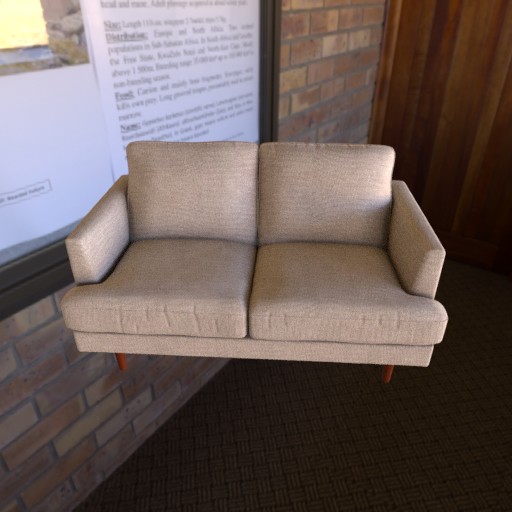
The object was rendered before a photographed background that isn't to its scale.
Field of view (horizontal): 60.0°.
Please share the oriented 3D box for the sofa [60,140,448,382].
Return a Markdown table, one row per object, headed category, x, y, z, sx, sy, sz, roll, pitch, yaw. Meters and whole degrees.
| category | x | y | z | sx | sy | sz | roll | pitch | yaw |
| --- | --- | --- | --- | --- | --- | --- | --- | --- | --- |
| sofa | 0.000 | 0.000 | 2.144 | 1.582 | 0.944 | 0.903 | 2 | 31 | 3 |
